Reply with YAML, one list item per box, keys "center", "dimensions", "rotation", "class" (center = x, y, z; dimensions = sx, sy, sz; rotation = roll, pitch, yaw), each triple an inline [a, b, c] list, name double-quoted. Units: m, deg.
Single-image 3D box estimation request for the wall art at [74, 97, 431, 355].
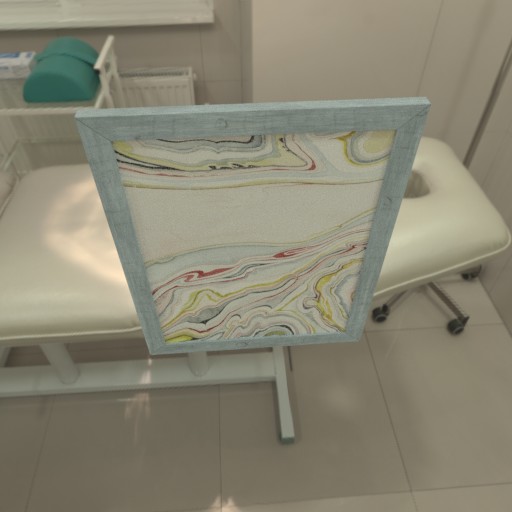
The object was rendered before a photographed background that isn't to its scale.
- center: [0.000, 0.000, 0.810]
  dimensions: [0.479, 0.582, 0.022]
  rotation: [-3, 46, -3]
  class: "wall art"
